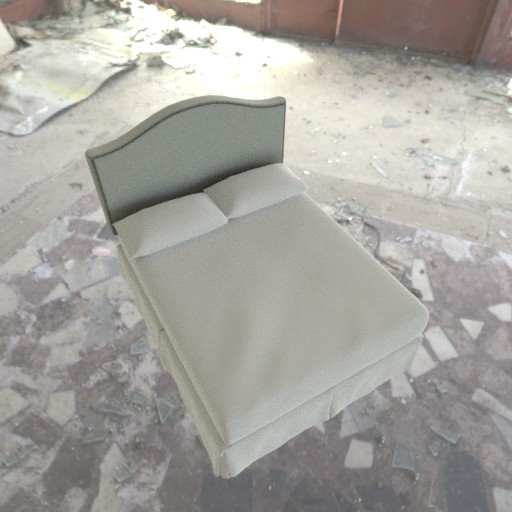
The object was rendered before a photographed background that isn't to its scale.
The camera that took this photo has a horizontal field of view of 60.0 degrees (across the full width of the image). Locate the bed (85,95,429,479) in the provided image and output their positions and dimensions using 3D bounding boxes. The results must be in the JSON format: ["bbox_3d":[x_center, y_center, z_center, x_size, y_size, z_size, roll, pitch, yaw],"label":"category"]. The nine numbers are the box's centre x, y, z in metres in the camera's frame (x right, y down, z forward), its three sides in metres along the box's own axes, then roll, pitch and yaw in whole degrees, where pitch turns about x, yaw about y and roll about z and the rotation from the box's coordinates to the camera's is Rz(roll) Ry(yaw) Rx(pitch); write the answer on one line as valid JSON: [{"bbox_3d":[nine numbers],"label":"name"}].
[{"bbox_3d":[0.000,0.000,3.374,1.813,1.607,2.180,-23,50,-20],"label":"bed"}]
